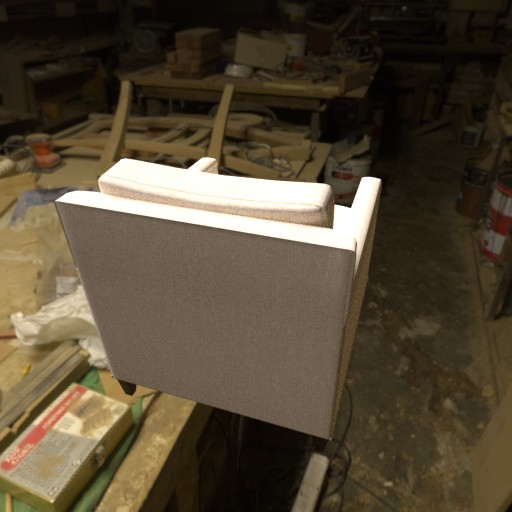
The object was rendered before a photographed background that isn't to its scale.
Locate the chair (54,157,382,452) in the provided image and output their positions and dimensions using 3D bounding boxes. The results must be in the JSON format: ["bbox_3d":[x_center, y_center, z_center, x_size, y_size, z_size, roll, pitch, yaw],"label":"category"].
[{"bbox_3d":[0.000,0.000,1.738,0.838,0.940,1.041,10,33,16],"label":"chair"}]
